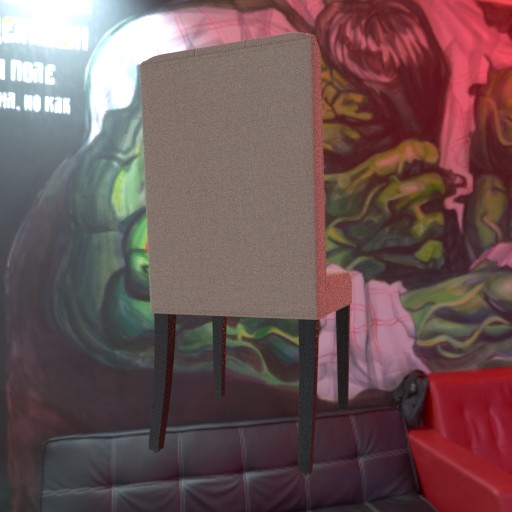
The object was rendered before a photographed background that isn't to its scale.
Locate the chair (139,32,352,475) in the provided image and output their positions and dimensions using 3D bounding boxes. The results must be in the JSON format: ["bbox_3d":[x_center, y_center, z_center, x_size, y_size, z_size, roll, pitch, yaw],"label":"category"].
[{"bbox_3d":[0.000,0.000,1.240,0.474,0.961,0.523,0,-1,18],"label":"chair"}]
